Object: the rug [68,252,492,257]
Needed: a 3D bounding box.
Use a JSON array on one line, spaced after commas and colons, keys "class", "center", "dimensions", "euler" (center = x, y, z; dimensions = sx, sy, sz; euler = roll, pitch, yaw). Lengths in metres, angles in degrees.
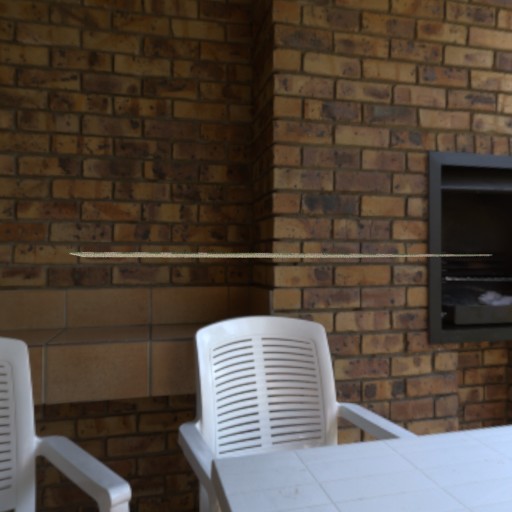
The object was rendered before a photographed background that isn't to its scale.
[{"class": "rug", "center": [0.000, 0.000, 4.093], "dimensions": [3.045, 0.007, 2.436], "euler": [0, -1, -19]}]
